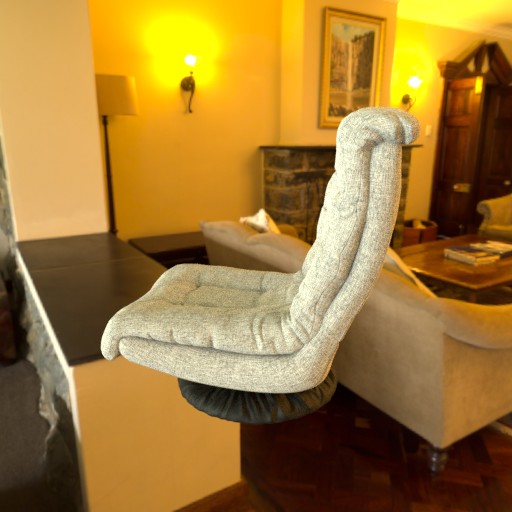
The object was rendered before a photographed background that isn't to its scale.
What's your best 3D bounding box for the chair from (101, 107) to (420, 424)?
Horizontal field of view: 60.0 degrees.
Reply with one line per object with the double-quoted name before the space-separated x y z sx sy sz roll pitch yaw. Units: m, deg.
"chair" 0.000 0.000 0.962 0.583 0.600 0.400 2 15 8
